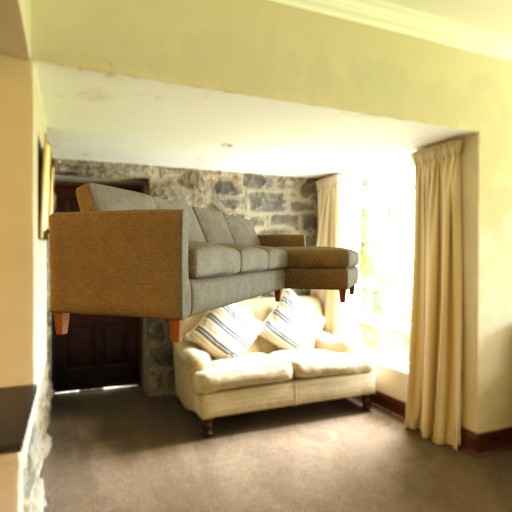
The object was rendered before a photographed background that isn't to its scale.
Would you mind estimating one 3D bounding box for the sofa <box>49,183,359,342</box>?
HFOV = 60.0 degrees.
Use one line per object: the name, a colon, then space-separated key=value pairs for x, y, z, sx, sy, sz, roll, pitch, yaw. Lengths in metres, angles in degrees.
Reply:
sofa: x=0.000 y=0.000 z=4.093 sx=1.604 sy=0.950 sz=3.471 roll=0 pitch=0 yaw=18
